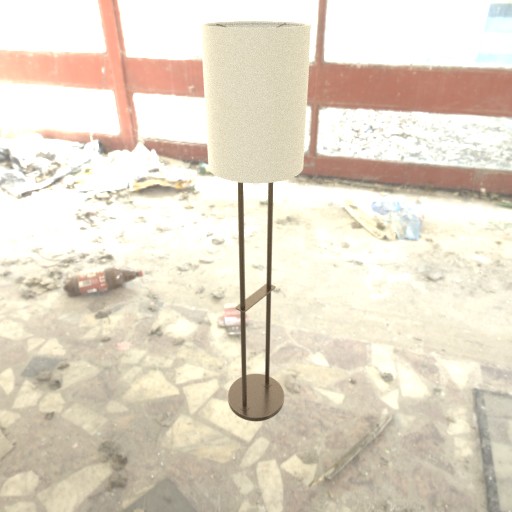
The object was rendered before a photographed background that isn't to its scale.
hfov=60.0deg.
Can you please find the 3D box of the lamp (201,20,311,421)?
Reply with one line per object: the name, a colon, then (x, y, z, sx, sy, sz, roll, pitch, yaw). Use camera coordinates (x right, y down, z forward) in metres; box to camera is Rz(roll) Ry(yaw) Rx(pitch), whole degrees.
lamp: (0.000, 0.000, 1.614, 0.305, 1.500, 0.306, 21, 37, 31)
